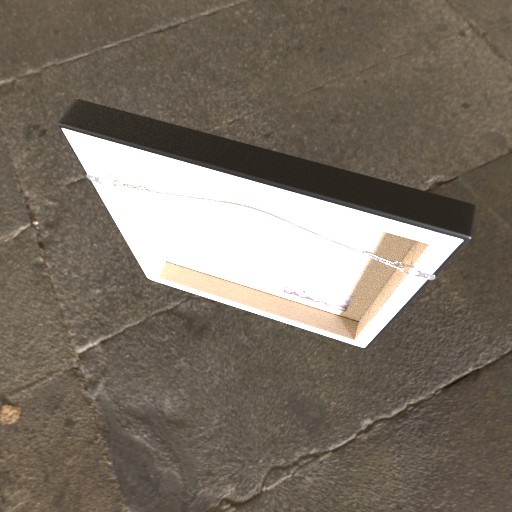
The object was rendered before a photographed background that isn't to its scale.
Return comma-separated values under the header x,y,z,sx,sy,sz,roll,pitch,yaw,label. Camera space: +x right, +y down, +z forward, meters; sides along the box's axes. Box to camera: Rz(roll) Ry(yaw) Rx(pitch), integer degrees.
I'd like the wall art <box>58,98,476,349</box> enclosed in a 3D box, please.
x,y,z,sx,sy,sz,roll,pitch,yaw,label
0.000,0.000,0.600,0.406,0.407,0.041,17,66,8,wall art
